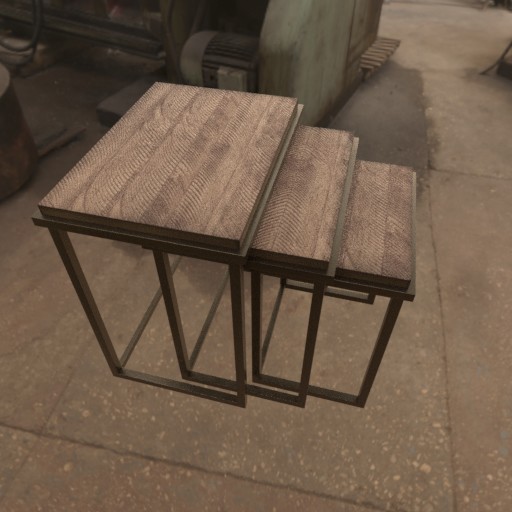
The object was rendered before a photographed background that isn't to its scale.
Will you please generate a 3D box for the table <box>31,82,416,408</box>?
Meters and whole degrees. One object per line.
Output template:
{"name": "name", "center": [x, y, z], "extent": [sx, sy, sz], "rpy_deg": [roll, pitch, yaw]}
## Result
{"name": "table", "center": [0.000, 0.000, 1.139], "extent": [0.706, 0.610, 0.559], "rpy_deg": [10, 46, 10]}
